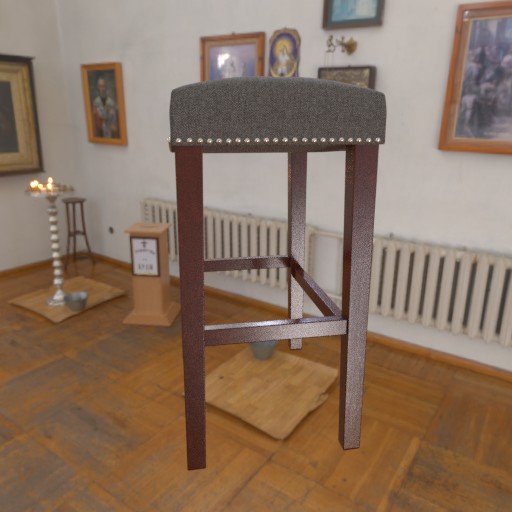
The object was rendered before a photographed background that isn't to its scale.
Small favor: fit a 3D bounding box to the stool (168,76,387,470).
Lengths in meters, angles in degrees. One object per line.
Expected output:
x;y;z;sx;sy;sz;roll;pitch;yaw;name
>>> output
0.000;0.000;1.039;0.372;0.742;0.504;-3;16;-10;stool
